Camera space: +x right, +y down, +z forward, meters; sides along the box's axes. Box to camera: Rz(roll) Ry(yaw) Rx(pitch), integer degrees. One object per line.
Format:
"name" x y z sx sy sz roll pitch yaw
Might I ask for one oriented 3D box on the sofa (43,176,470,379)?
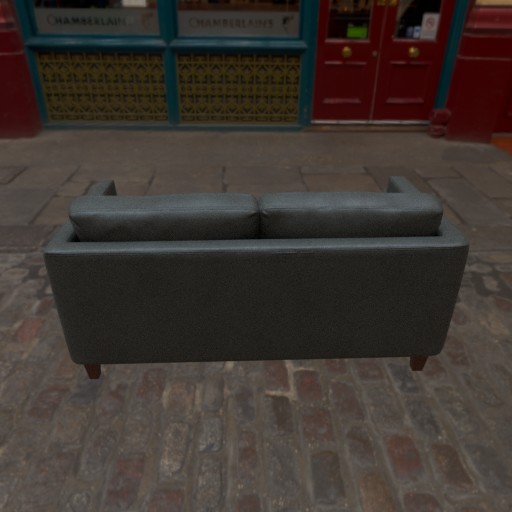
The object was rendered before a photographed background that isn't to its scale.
"sofa" 0.000 0.000 2.451 1.883 0.933 0.951 -1 29 -2
